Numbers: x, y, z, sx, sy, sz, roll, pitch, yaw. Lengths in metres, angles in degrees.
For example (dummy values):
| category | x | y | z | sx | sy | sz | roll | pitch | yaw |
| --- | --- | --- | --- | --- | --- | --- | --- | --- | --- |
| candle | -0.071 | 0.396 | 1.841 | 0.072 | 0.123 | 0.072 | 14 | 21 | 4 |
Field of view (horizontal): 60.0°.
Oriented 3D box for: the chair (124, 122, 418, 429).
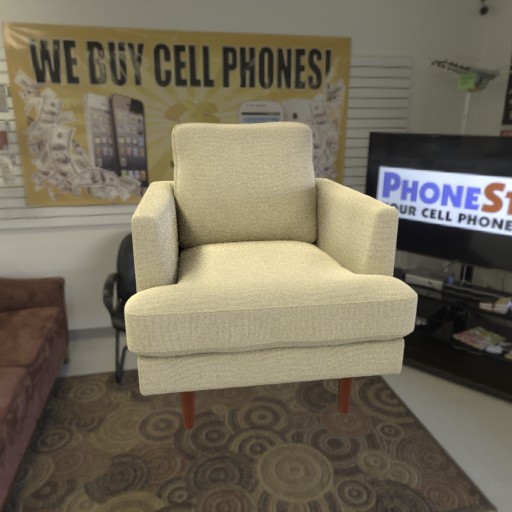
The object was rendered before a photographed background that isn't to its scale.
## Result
| category | x | y | z | sx | sy | sz | roll | pitch | yaw |
| --- | --- | --- | --- | --- | --- | --- | --- | --- | --- |
| chair | 0.000 | 0.000 | 1.655 | 0.858 | 0.957 | 0.899 | -3 | 17 | -8 |
